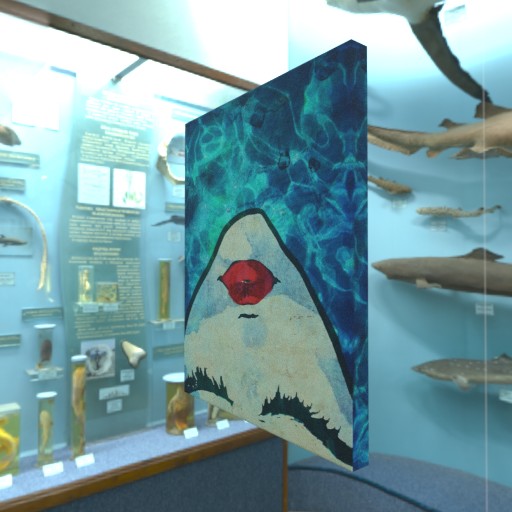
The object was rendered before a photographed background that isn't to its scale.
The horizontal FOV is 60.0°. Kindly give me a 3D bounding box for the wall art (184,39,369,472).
[{"bbox_3d":[0.000,0.000,0.861,0.038,0.635,0.508,1,-1,-38],"label":"wall art"}]
